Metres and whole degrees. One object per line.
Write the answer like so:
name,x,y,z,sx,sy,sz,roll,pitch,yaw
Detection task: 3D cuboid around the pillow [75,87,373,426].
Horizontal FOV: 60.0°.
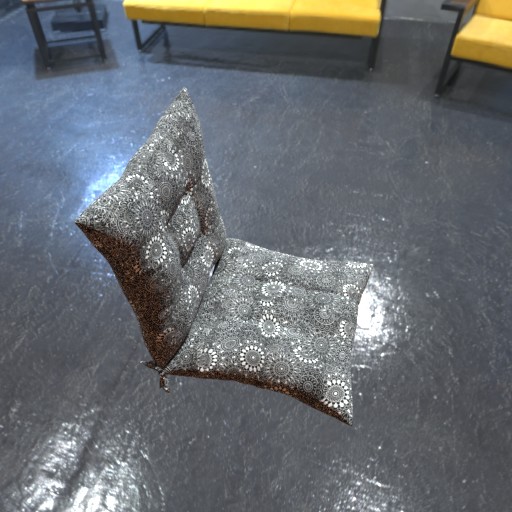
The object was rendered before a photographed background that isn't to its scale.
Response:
pillow,0.000,0.000,1.046,0.585,0.536,0.541,11,47,10
